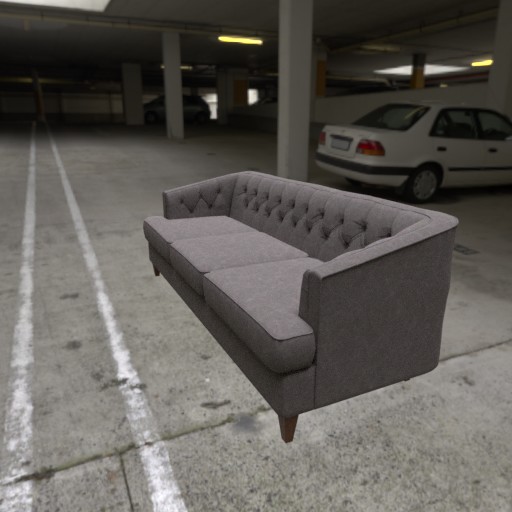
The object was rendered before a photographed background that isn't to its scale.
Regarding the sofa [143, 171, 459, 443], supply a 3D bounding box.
[{"bbox_3d":[0.000,0.000,2.662,0.917,0.806,2.247,-8,18,-24],"label":"sofa"}]
